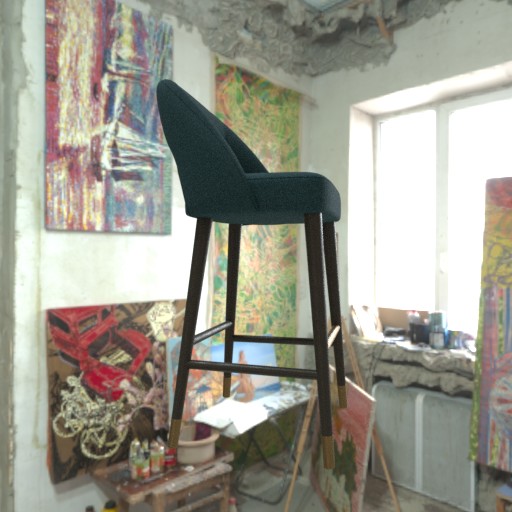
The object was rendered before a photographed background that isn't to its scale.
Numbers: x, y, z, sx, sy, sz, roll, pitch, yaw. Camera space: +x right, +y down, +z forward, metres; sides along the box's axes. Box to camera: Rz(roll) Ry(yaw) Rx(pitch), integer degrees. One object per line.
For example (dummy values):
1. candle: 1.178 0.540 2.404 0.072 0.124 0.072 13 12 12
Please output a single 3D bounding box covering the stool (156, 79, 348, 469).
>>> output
1. stool: 0.000 0.000 1.357 0.522 1.032 0.536 0 1 16
